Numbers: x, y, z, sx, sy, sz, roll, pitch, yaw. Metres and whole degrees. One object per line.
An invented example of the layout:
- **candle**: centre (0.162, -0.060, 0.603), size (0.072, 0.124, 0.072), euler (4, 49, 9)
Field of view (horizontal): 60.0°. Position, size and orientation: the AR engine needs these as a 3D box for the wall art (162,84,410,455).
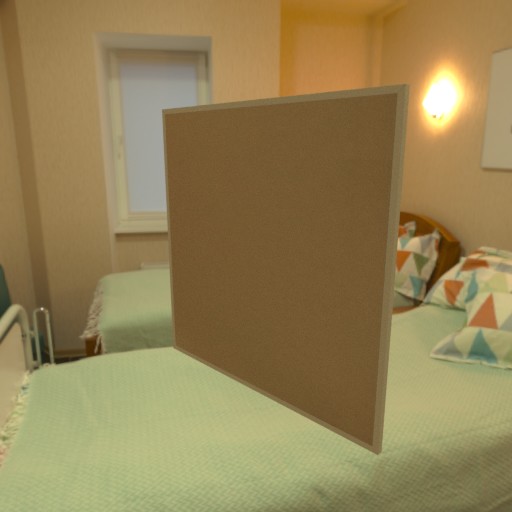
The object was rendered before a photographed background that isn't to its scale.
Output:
- **wall art**: centre (0.000, 0.000, 0.835), size (0.557, 0.557, 0.012), euler (13, 19, 43)
